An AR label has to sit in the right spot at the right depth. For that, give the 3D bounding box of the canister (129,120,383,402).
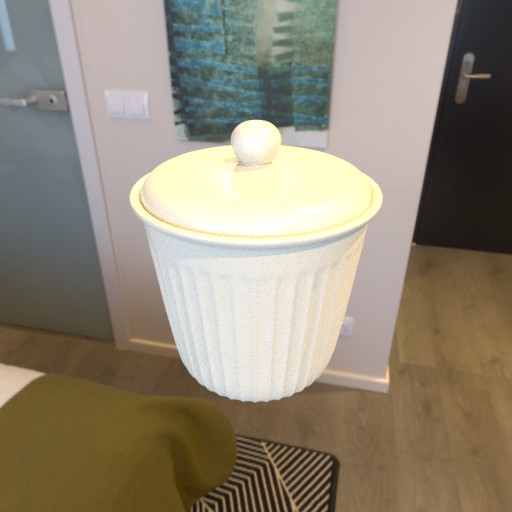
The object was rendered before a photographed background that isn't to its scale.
[{"bbox_3d":[0.000,0.000,0.354,0.181,0.211,0.181,0,29,0],"label":"canister"}]
